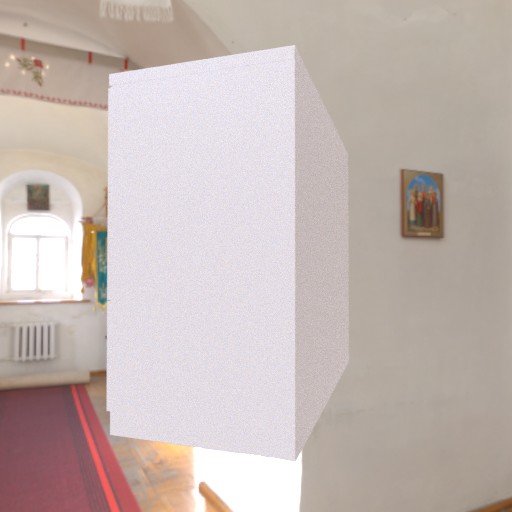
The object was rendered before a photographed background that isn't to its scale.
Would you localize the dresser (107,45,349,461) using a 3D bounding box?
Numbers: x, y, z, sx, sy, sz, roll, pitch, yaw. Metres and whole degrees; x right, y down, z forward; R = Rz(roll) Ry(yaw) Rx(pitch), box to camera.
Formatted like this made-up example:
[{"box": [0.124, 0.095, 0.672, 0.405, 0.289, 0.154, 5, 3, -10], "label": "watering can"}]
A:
[{"box": [0.000, 0.000, 1.246, 0.420, 0.740, 0.830, 0, -1, 18], "label": "dresser"}]
